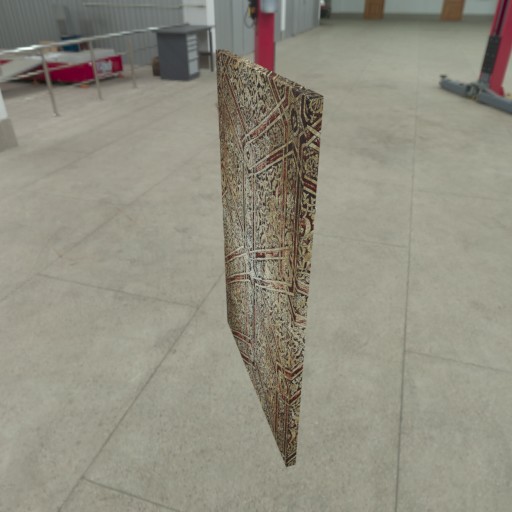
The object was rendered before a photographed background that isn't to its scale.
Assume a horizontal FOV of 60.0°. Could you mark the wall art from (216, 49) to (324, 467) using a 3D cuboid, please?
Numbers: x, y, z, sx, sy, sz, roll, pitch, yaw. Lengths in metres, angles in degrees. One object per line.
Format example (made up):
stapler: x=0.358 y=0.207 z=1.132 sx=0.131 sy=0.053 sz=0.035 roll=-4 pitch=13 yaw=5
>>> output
wall art: x=0.000 y=0.000 z=1.138 sx=0.030 sy=0.904 sz=0.599 roll=-9 pitch=33 yaw=-15
